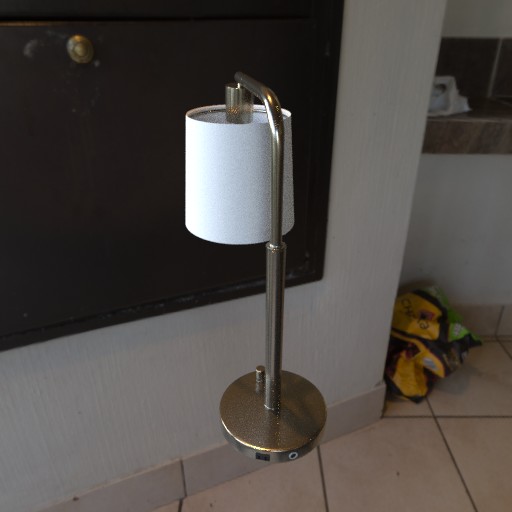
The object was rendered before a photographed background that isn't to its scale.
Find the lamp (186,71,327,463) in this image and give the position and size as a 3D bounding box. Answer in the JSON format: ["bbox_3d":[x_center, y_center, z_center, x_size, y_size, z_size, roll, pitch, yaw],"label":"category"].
[{"bbox_3d":[0.000,0.000,0.649,0.171,0.489,0.333,-9,29,-16],"label":"lamp"}]
